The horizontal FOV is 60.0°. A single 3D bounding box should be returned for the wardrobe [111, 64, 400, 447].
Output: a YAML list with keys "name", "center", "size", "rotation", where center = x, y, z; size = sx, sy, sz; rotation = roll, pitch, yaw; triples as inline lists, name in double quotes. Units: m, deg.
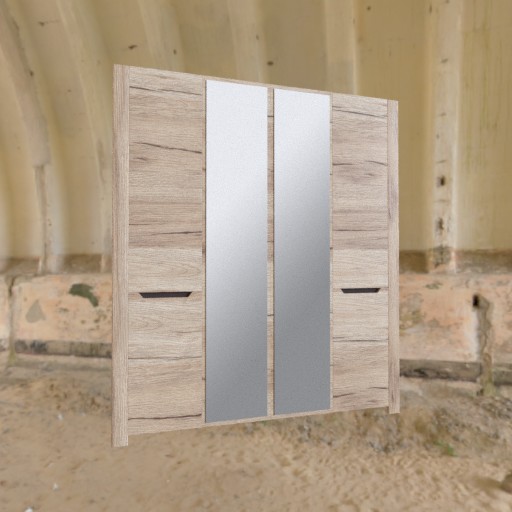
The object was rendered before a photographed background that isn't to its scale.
- name: "wardrobe"
  center: [0.000, 0.000, 2.934]
  size: [1.810, 2.070, 0.580]
  rotation: [0, -1, -18]
